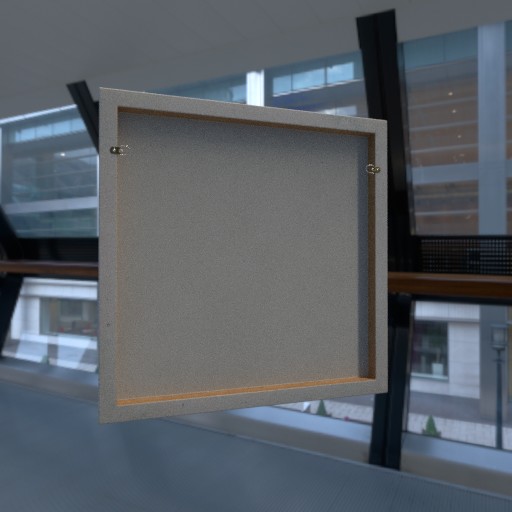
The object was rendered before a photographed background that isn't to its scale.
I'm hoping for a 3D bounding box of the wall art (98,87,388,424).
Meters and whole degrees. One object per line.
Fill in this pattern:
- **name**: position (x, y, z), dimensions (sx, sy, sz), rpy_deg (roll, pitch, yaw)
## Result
- **wall art**: position (0.000, 0.000, 0.916), dimensions (0.612, 0.612, 0.040), rpy_deg (0, 0, -18)
